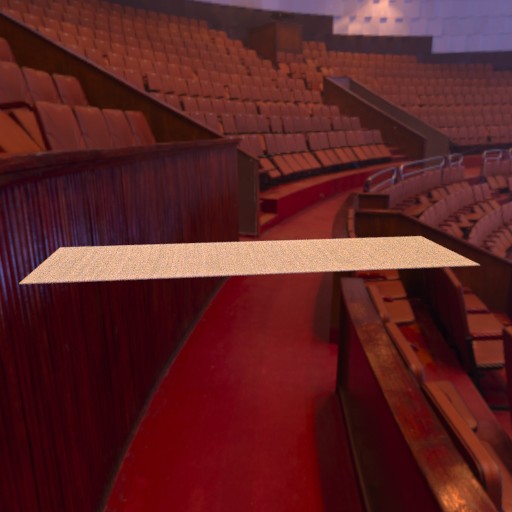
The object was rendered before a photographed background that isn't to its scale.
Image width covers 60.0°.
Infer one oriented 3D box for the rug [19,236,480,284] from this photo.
[{"bbox_3d":[0.000,0.000,2.656,2.437,0.006,0.686,-2,16,-7],"label":"rug"}]
